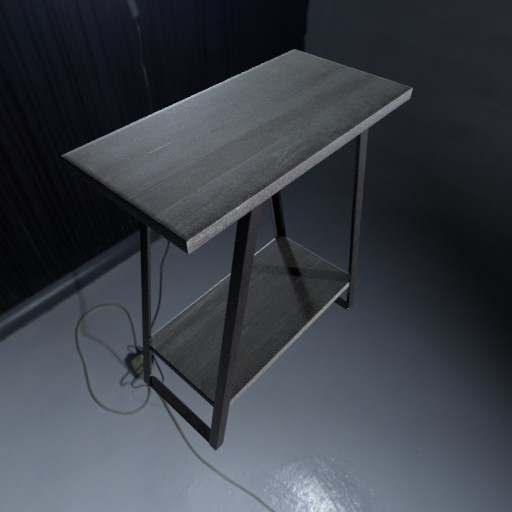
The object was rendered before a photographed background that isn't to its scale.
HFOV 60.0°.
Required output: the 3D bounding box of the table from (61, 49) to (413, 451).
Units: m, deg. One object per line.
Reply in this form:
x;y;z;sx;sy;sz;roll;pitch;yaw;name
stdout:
0.000;0.000;1.040;0.300;0.701;0.599;33;54;28;table
